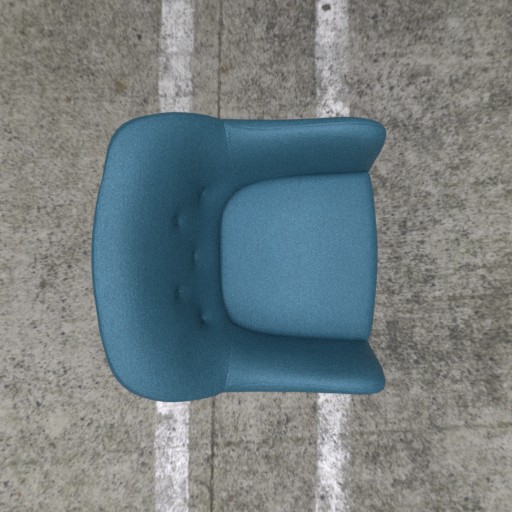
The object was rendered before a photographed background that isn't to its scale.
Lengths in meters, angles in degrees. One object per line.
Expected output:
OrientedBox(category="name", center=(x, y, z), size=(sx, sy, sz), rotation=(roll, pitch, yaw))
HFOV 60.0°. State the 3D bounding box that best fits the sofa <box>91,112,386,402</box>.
OrientedBox(category="sofa", center=(0.000, 0.000, 1.499), size=(0.825, 0.817, 0.836), rotation=(0, 90, 0))
